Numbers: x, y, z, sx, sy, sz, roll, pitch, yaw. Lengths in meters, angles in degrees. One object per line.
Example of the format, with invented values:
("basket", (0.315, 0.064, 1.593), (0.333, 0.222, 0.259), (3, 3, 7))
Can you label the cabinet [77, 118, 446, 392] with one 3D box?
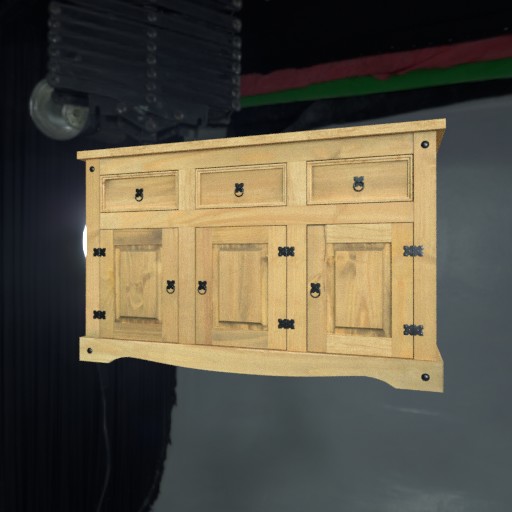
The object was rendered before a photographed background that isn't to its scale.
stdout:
("cabinet", (0.000, 0.000, 1.719), (1.321, 0.810, 0.432), (0, 0, 18))
